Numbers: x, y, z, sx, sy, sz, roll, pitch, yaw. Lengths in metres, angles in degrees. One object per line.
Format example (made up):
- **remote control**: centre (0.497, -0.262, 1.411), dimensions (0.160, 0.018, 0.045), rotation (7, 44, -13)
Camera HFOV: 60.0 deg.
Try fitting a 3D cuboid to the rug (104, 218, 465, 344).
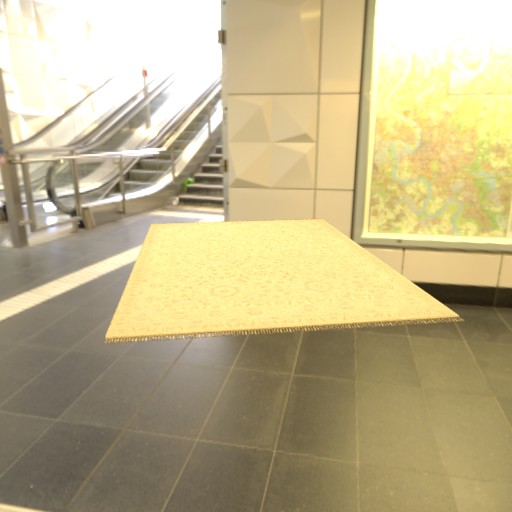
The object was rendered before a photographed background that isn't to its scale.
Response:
- **rug**: centre (0.000, 0.000, 2.878), dimensions (1.514, 0.011, 2.233), rotation (-2, 16, -8)
